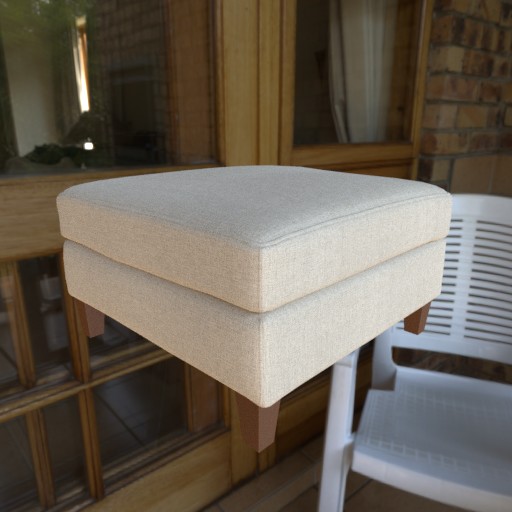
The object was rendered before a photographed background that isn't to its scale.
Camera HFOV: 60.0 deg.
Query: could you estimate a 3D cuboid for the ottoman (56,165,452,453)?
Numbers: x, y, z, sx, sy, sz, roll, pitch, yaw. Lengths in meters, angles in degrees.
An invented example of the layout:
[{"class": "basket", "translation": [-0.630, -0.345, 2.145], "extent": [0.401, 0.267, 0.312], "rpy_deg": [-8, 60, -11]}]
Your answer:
[{"class": "ottoman", "translation": [0.000, 0.000, 1.333], "extent": [0.838, 0.503, 0.838], "rpy_deg": [15, 23, 42]}]
